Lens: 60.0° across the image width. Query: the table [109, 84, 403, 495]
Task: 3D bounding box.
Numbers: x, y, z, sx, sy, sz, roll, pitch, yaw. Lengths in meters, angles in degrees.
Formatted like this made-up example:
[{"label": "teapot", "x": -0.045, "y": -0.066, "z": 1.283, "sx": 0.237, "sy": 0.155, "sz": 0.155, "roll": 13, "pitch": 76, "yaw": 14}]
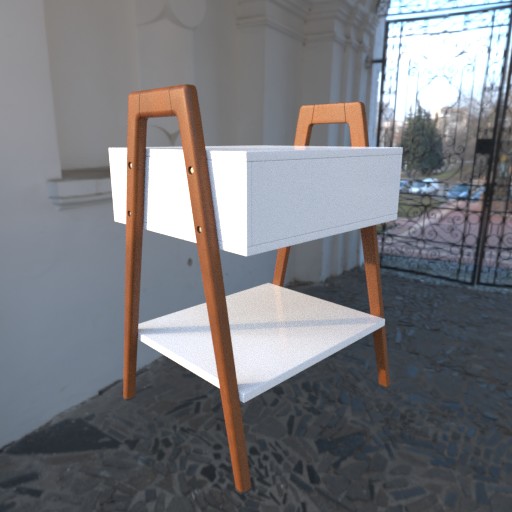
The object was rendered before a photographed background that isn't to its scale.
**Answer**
[{"label": "table", "x": 0.000, "y": 0.000, "z": 0.904, "sx": 0.457, "sy": 0.610, "sz": 0.405, "roll": -14, "pitch": 20, "yaw": -43}]
